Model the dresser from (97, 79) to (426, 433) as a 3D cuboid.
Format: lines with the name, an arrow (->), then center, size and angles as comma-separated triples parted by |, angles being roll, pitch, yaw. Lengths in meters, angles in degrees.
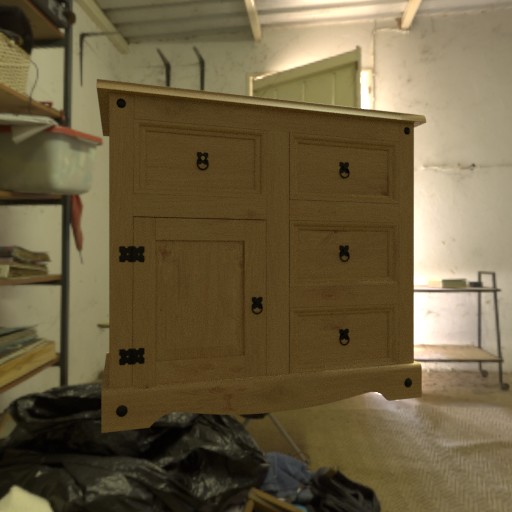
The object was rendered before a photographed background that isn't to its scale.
dresser -> 0.000, 0.000, 1.380 | 0.915, 0.835, 0.440 | 0, 0, -17
